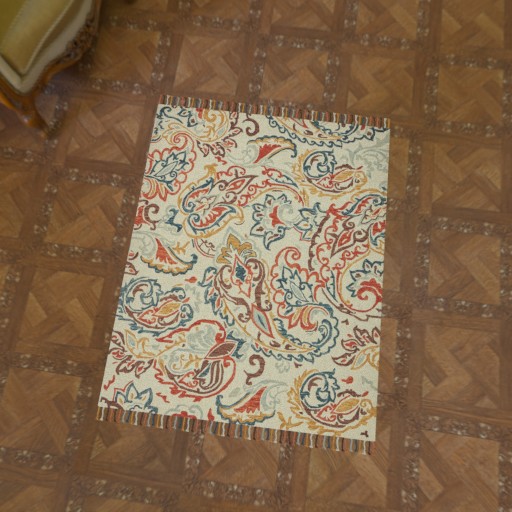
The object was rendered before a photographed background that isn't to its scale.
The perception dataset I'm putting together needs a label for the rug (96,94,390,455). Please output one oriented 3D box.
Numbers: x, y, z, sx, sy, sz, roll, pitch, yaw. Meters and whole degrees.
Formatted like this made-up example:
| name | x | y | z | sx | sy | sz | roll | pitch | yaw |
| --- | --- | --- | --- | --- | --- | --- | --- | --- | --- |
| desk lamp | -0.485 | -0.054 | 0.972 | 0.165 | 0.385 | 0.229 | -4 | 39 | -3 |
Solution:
| name | x | y | z | sx | sy | sz | roll | pitch | yaw |
| --- | --- | --- | --- | --- | --- | --- | --- | --- | --- |
| rug | 0.000 | 0.000 | 4.252 | 2.439 | 0.015 | 3.274 | 7 | 75 | 2 |
